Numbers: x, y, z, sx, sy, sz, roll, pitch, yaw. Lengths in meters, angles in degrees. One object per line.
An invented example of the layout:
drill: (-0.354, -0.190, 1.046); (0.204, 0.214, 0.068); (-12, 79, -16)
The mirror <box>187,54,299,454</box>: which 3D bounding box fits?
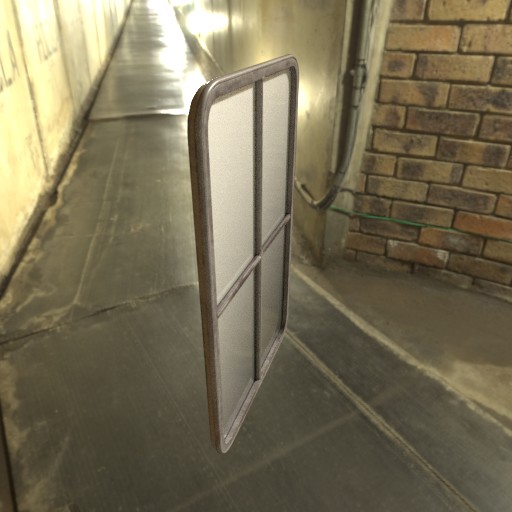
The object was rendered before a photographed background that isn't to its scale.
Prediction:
mirror: (0.000, 0.000, 0.890); (0.024, 0.713, 0.461); (10, 31, 18)
